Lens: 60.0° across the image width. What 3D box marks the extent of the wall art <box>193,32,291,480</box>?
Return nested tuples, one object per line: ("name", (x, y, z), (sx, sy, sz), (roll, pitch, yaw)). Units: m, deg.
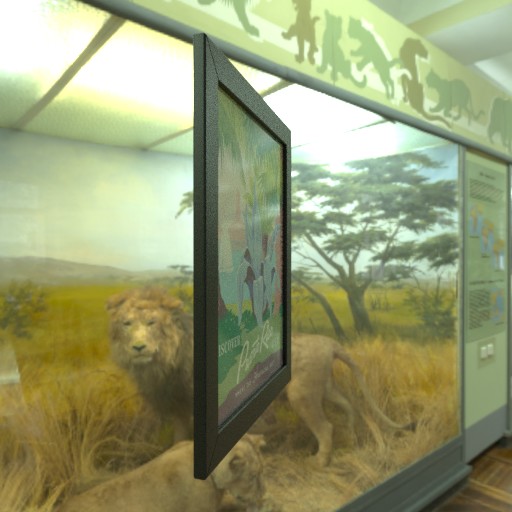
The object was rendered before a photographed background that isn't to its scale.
("wall art", (0.000, 0.000, 0.806), (0.018, 0.582, 0.481), (0, 0, 18))
